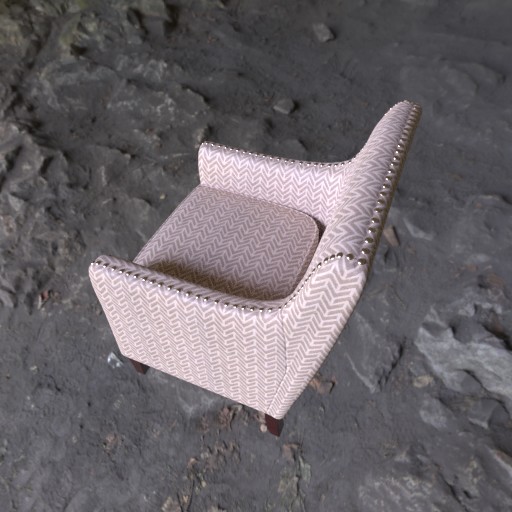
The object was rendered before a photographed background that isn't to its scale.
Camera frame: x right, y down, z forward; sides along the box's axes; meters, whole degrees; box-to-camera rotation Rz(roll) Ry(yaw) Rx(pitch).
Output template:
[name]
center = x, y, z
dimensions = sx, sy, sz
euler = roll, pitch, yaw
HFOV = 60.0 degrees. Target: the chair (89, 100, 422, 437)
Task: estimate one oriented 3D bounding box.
[chair]
center = 0.000, 0.000, 1.269
dimensions = 0.651, 0.816, 0.623
euler = 17, 49, 16
